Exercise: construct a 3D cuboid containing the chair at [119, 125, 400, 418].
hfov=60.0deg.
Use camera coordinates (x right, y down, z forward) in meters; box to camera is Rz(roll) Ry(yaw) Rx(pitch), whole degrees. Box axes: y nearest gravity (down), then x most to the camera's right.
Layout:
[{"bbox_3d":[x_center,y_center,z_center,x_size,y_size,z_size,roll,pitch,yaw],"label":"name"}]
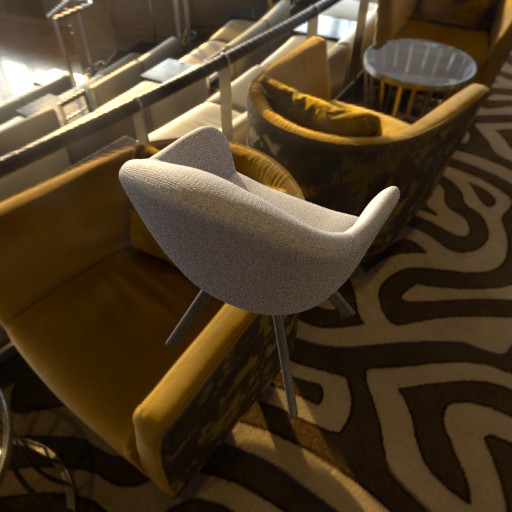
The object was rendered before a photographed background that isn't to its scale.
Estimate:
[{"bbox_3d":[0.000,0.000,1.209,0.590,0.795,0.550,24,51,21],"label":"chair"}]
